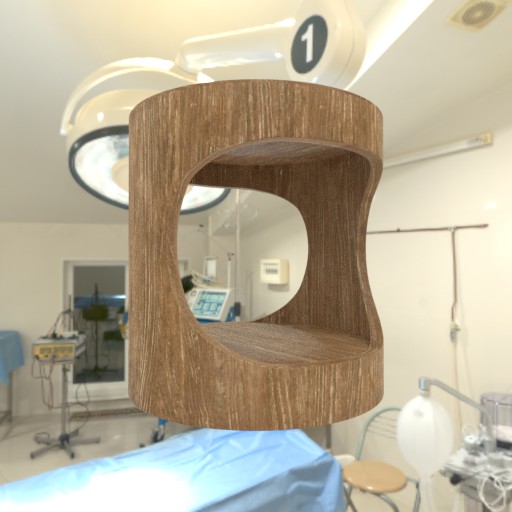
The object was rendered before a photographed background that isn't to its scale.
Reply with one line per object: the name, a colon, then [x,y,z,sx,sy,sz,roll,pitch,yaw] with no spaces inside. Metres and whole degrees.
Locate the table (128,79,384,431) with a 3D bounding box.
table: [0.000,0.000,0.954,0.527,0.551,0.527,0,0,0]
